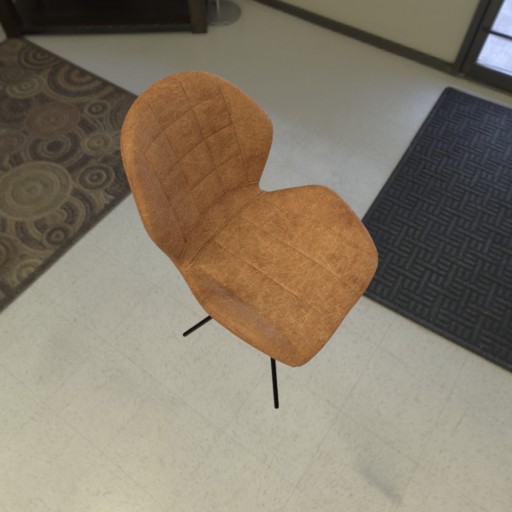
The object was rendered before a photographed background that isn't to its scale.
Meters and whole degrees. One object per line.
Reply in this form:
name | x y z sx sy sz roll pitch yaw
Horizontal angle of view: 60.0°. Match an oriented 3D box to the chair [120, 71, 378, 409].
chair | 0.000 0.000 1.332 0.640 0.929 0.527 33 63 19
